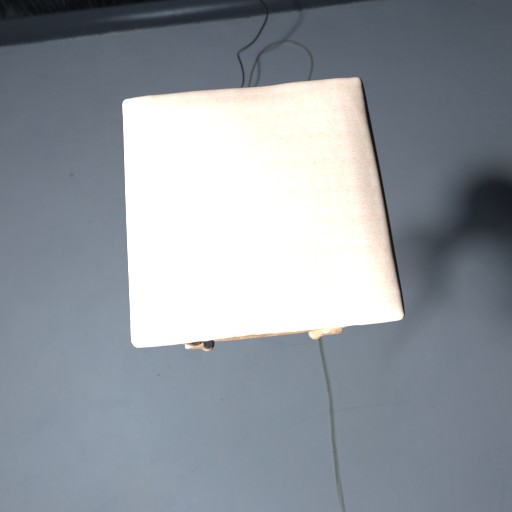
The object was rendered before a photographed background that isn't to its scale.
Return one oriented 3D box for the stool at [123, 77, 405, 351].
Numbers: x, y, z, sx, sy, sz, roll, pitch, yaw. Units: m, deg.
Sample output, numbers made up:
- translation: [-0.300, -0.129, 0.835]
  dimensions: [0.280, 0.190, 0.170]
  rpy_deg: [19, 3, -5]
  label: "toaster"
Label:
- translation: [0.000, 0.000, 0.970]
  dimensions: [0.382, 0.768, 0.383]
  rpy_deg: [-6, 76, -1]
  label: "stool"
